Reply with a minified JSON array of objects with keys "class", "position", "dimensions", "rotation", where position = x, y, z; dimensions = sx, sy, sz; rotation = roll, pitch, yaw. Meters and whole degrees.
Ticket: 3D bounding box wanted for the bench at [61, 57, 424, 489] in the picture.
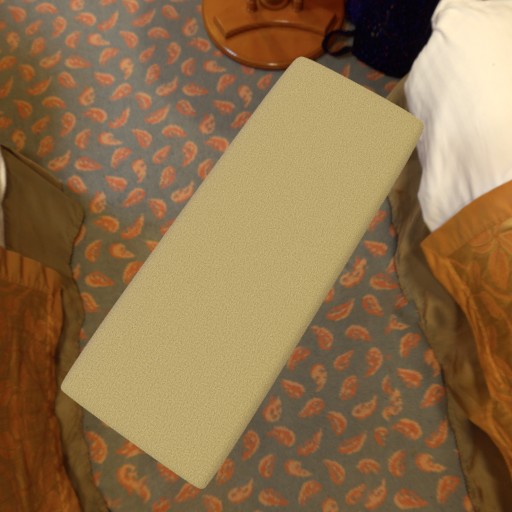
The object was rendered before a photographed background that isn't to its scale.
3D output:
[{"class":"bench","position":[0.000,0.000,1.813],"dimensions":[0.646,0.393,1.609],"rotation":[32,78,8]}]
